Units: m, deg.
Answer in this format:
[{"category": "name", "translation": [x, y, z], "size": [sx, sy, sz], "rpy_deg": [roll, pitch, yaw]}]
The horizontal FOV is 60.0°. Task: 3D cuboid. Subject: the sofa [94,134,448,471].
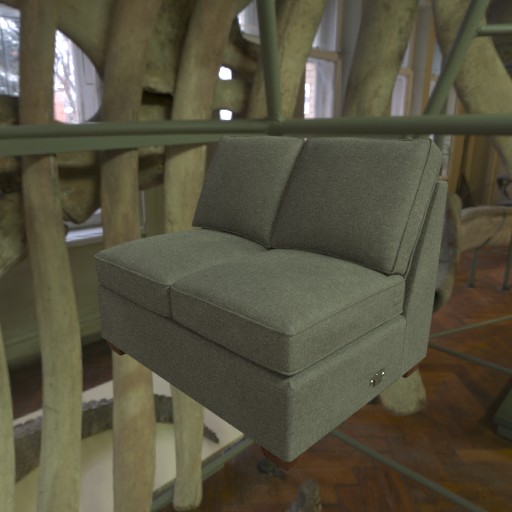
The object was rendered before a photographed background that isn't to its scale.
[{"category": "sofa", "translation": [0.000, 0.000, 1.940], "size": [1.237, 1.008, 0.951], "rpy_deg": [16, 22, 43]}]
